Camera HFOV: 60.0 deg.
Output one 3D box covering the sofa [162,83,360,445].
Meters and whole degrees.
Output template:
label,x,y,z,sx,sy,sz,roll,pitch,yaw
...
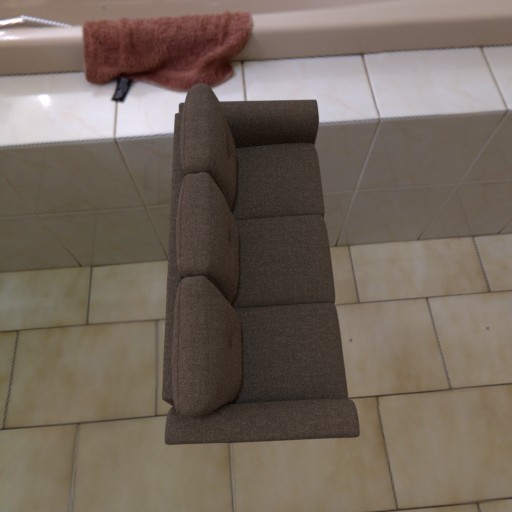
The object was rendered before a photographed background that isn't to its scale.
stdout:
label,x,y,z,sx,sy,sz,roll,pitch,yaw
sofa,0.000,0.000,2.374,0.837,0.891,1.847,-2,65,-1
